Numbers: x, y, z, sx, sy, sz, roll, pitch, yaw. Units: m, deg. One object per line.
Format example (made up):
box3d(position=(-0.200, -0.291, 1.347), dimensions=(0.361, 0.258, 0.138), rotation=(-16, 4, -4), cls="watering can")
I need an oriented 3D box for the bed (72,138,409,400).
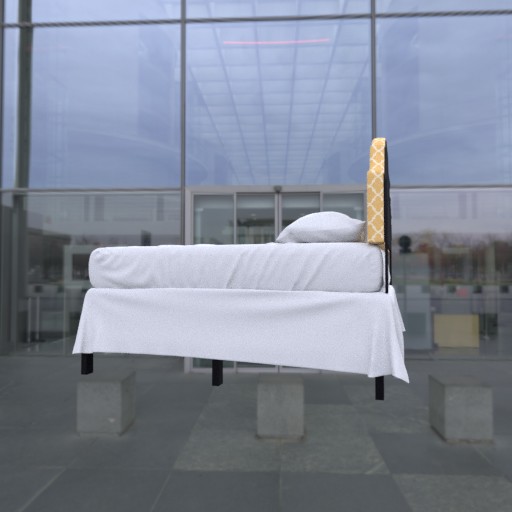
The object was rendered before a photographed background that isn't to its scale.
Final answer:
box3d(position=(0.000, 0.000, 3.459), dimensions=(2.222, 1.633, 1.780), rotation=(-1, -2, 18), cls="bed")
